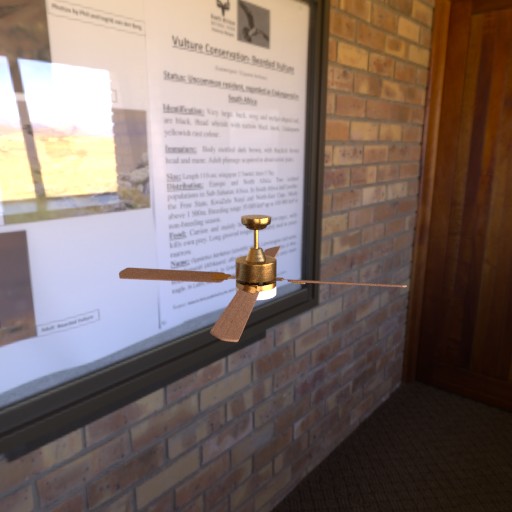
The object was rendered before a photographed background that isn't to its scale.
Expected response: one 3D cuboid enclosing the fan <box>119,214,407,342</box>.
[{"bbox_3d":[0.000,0.000,1.993,1.320,0.355,1.320,2,14,9],"label":"fan"}]
